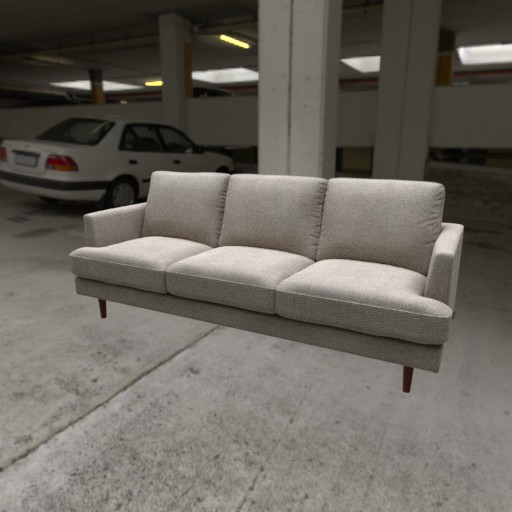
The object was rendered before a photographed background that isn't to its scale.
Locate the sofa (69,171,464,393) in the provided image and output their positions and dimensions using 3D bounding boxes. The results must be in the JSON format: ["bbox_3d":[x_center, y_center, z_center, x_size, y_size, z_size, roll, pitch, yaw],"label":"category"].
[{"bbox_3d":[0.000,0.000,2.680,2.246,0.930,0.903,8,17,26],"label":"sofa"}]
